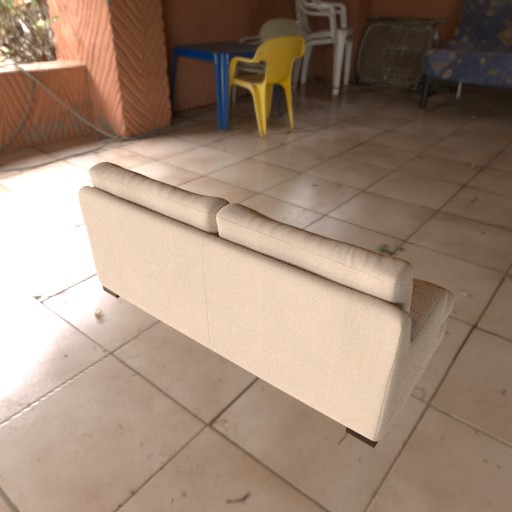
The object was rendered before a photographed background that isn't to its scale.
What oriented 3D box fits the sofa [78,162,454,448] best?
[{"bbox_3d":[0.000,0.000,2.671,2.147,0.925,0.929,22,37,32],"label":"sofa"}]
